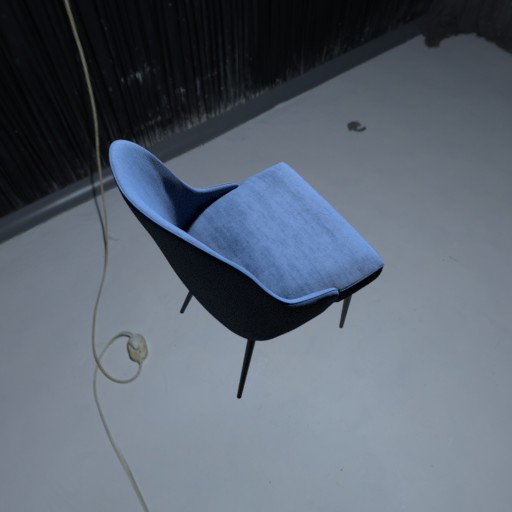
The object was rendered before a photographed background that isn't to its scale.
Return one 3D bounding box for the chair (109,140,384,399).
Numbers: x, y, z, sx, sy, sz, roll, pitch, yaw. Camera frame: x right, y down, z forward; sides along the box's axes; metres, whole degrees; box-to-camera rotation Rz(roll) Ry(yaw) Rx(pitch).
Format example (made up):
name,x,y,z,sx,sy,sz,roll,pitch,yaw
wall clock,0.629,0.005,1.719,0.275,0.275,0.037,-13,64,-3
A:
name,x,y,z,sx,sy,sz,roll,pitch,yaw
chair,0.000,0.000,1.220,0.559,0.896,0.478,-31,62,-18
